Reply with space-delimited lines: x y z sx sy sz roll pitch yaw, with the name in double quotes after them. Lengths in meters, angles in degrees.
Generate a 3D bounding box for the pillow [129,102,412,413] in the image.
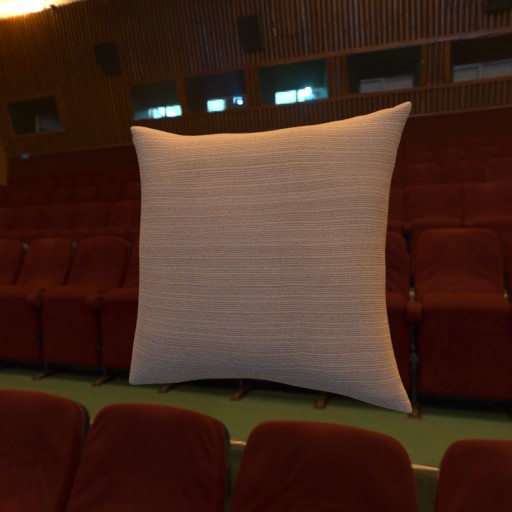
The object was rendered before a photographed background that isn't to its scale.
0.000 0.000 0.771 0.512 0.497 0.204 0 0 17 "pillow"
